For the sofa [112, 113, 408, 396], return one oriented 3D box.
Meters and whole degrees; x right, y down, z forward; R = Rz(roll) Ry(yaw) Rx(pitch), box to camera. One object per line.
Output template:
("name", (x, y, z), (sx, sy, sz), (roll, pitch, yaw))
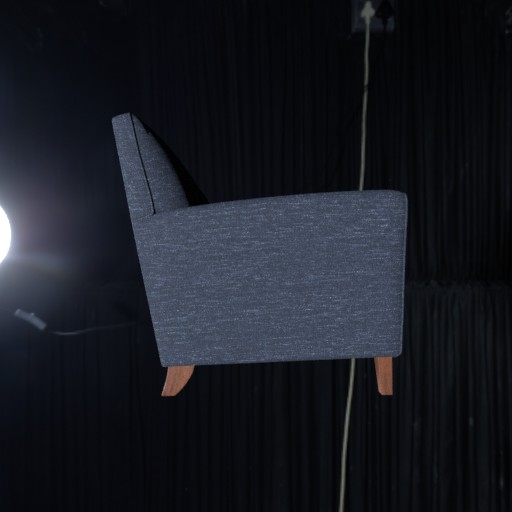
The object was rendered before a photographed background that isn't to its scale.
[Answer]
("sofa", (0.000, 0.000, 1.980), (0.875, 0.846, 1.420), (0, 0, -1))
